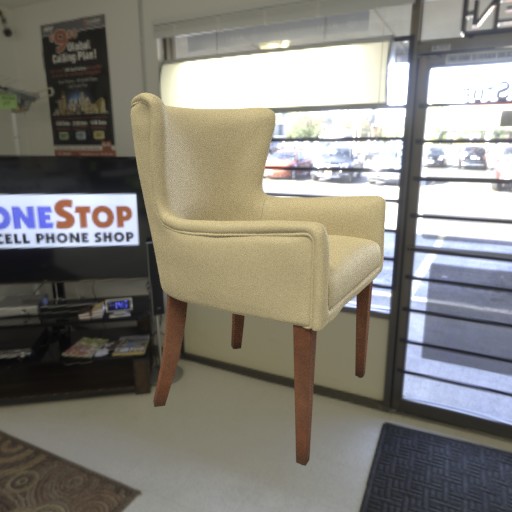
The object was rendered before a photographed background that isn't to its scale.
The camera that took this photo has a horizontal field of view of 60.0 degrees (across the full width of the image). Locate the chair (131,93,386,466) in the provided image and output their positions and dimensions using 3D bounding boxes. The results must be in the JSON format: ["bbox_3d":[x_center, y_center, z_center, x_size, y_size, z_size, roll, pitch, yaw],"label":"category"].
[{"bbox_3d":[0.000,0.000,1.416,0.686,0.952,0.660,8,17,29],"label":"chair"}]
